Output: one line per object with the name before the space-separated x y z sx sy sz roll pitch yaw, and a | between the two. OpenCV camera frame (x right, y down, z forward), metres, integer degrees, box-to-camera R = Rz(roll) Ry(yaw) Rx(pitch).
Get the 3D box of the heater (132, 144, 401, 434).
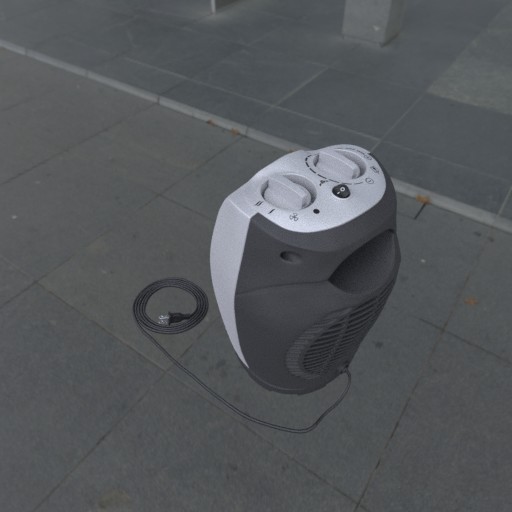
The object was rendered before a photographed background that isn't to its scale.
heater | 0.000 0.000 0.484 0.239 0.255 0.291 -31 53 -27
